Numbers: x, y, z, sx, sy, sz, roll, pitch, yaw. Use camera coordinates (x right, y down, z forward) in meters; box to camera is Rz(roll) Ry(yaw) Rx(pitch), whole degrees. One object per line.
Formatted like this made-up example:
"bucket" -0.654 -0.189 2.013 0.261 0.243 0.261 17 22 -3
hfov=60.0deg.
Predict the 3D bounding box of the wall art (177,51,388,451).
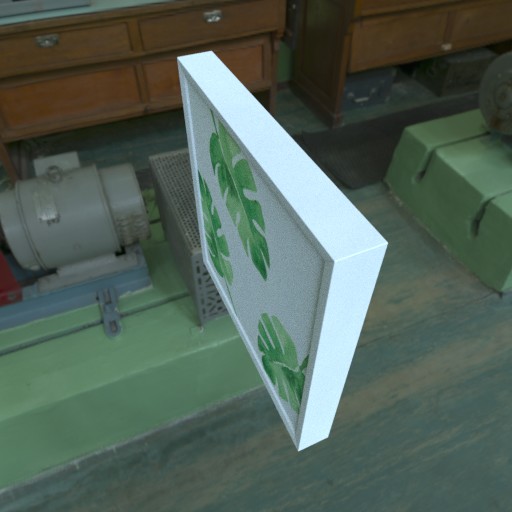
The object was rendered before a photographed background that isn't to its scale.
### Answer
"wall art" 0.000 0.000 0.467 0.038 0.305 0.305 -18 50 -16
